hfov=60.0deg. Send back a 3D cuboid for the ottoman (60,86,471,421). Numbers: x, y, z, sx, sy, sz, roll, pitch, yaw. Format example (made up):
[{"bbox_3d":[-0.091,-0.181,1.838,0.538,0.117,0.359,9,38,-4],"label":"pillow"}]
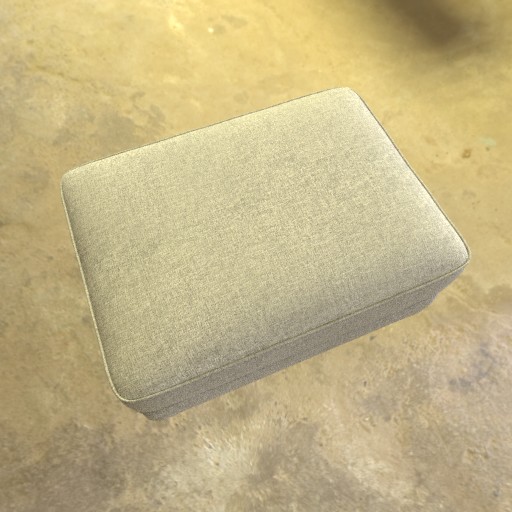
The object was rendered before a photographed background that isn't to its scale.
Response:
[{"bbox_3d":[0.000,0.000,1.296,0.889,0.561,0.661,-20,65,-10],"label":"ottoman"}]
